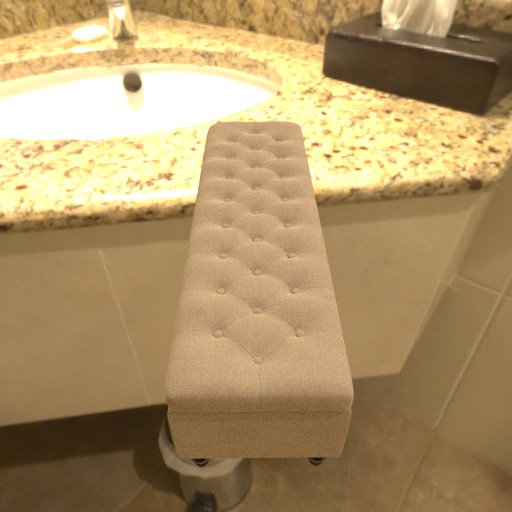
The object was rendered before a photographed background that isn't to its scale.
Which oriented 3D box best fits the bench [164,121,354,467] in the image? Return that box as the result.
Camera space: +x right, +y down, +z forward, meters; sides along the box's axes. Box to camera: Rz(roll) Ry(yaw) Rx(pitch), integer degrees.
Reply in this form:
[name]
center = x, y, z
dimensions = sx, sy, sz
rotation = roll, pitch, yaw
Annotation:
[bench]
center = 0.000, 0.000, 1.701
dimensions = 0.455, 0.467, 1.480
rotation = 0, 41, 0
